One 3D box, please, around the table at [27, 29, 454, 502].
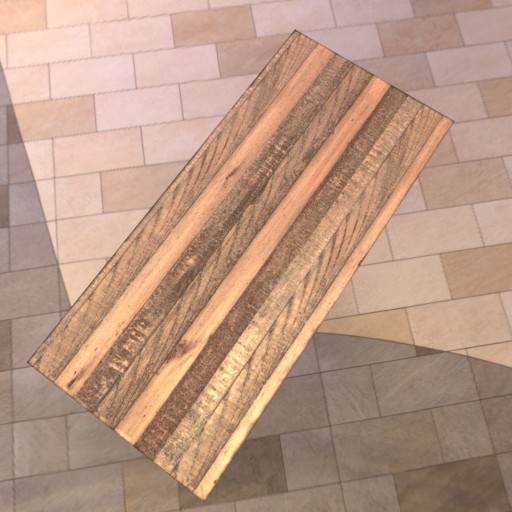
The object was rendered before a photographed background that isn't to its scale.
[{"bbox_3d":[0.000,0.000,1.168,0.452,0.399,0.990,34,78,8],"label":"table"}]
